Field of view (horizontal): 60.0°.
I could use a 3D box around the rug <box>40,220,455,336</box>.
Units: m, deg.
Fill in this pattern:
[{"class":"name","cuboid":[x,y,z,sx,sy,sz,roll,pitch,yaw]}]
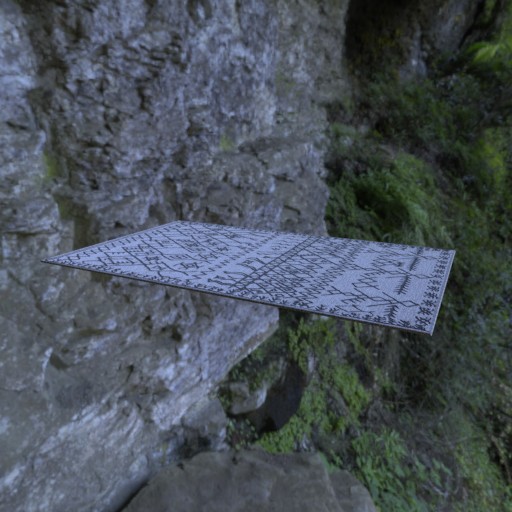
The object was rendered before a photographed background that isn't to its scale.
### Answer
[{"class":"rug","cuboid":[0.000,0.000,3.067,2.444,0.012,1.526,8,18,26]}]
